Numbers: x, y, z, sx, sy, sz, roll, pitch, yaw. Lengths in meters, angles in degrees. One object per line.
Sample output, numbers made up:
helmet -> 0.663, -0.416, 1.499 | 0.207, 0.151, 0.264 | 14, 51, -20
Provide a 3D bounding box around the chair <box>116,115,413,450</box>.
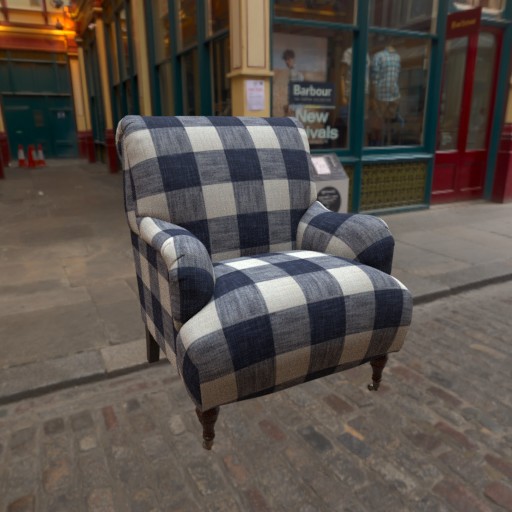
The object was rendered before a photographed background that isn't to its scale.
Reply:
chair -> 0.000, 0.000, 1.569 | 0.781, 0.953, 0.848 | -9, 19, -27
